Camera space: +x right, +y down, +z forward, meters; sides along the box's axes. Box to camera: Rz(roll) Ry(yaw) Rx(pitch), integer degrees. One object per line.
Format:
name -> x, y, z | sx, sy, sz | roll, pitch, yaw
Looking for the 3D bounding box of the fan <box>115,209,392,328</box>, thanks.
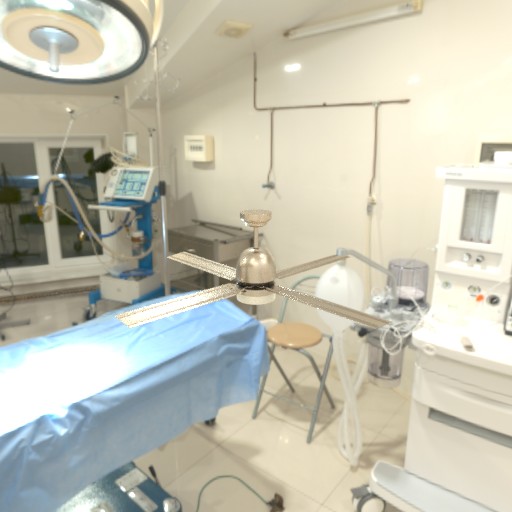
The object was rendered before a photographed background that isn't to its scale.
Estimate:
fan -> 0.000, 0.000, 2.031 | 1.346, 0.406, 1.346 | -15, 21, -43
